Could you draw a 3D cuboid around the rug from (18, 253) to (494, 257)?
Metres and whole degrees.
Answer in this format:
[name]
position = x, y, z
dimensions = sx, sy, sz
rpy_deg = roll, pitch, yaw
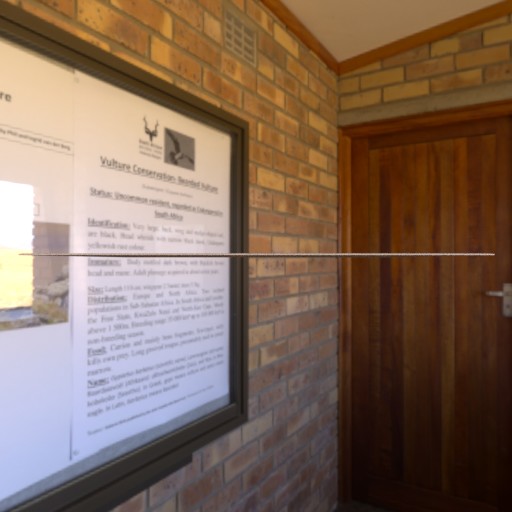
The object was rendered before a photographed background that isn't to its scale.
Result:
[rug]
position = 0.000, 0.000, 3.951
dimensions = 2.980, 0.012, 2.363
rpy_deg = 0, -1, 0
